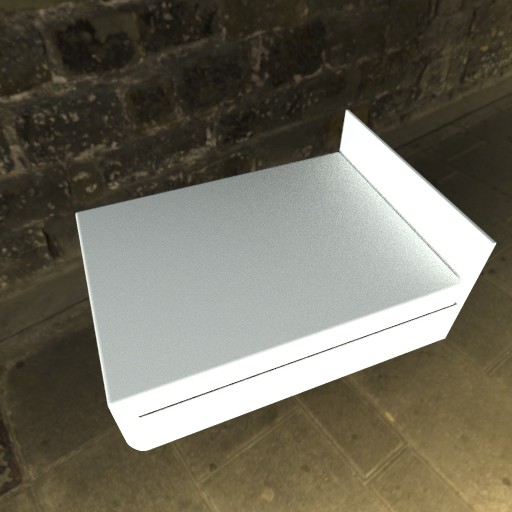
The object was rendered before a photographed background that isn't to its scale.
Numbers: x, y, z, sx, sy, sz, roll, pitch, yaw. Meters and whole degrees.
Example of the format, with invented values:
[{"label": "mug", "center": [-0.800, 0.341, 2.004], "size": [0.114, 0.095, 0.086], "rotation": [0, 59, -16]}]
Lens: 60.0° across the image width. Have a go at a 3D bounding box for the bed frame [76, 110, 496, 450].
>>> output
[{"label": "bed frame", "center": [0.000, 0.000, 2.600], "size": [1.900, 0.800, 1.400], "rotation": [-16, 48, -15]}]
